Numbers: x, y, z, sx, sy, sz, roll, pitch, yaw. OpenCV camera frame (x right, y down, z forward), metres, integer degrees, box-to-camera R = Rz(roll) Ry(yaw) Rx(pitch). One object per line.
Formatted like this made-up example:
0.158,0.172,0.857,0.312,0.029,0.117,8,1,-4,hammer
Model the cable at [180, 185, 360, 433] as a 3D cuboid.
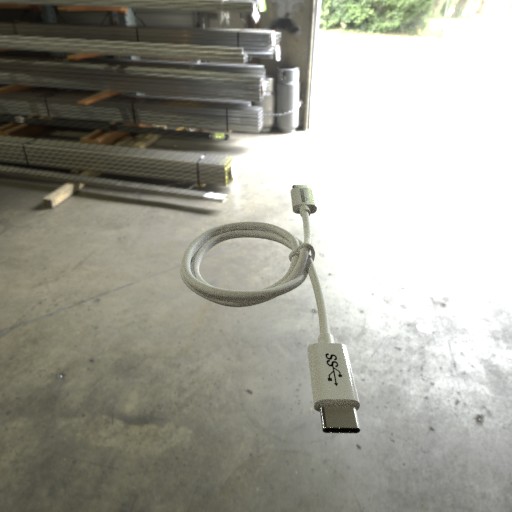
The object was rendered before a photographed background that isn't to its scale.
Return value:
0.000,0.000,0.209,0.070,0.014,0.186,0,31,1,cable
